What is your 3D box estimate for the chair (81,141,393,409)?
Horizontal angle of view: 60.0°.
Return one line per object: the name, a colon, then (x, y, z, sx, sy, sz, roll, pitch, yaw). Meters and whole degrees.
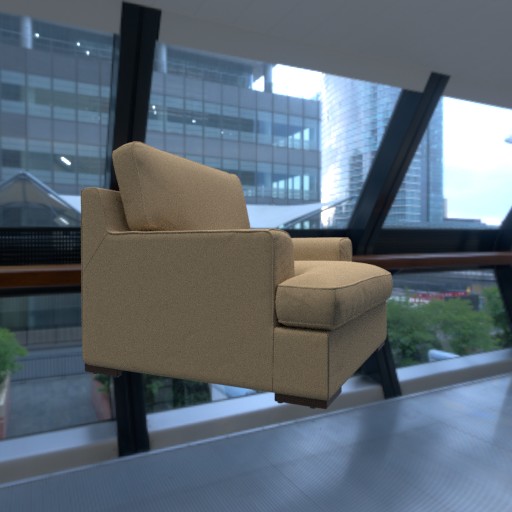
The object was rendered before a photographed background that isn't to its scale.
chair: (0.000, 0.000, 2.178, 1.274, 1.005, 1.293, 0, 1, 18)
